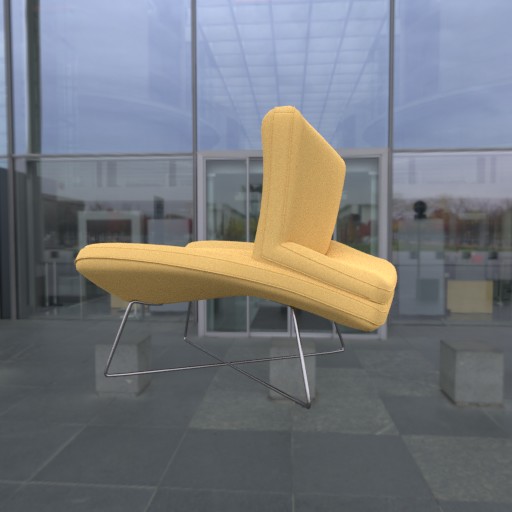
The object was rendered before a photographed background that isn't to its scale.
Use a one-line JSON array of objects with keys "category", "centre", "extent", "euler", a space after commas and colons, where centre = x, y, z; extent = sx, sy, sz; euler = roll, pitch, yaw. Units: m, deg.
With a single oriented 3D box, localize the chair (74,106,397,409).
[{"category": "chair", "centre": [0.000, 0.000, 1.674], "extent": [1.008, 0.855, 0.859], "euler": [1, 3, 19]}]
